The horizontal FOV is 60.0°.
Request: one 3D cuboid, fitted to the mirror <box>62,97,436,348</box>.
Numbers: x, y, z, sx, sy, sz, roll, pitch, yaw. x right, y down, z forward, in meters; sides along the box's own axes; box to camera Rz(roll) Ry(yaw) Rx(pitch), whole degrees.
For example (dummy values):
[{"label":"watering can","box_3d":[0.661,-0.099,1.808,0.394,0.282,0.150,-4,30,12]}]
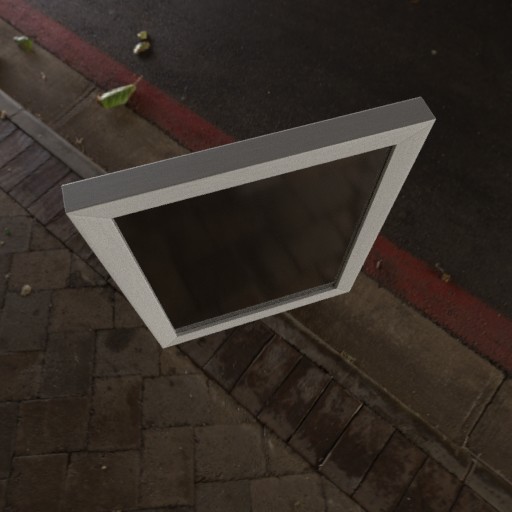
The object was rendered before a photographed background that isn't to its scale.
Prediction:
[{"label":"mirror","box_3d":[0.000,0.000,0.698,0.405,0.508,0.041,-16,64,-8]}]
